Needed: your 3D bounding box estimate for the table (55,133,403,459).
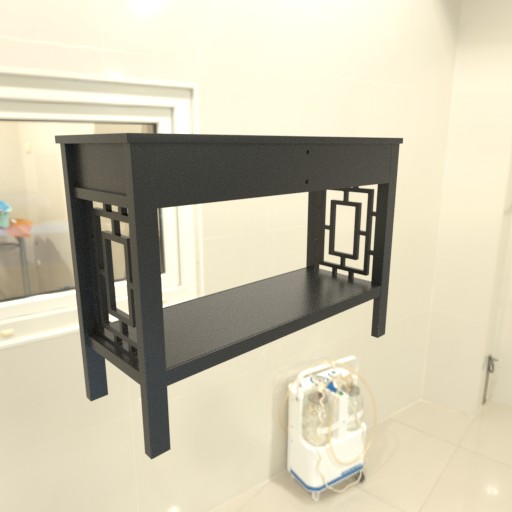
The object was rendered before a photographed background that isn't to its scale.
[{"bbox_3d":[0.000,0.000,1.451,1.068,0.753,0.397,-13,19,-42],"label":"table"}]
